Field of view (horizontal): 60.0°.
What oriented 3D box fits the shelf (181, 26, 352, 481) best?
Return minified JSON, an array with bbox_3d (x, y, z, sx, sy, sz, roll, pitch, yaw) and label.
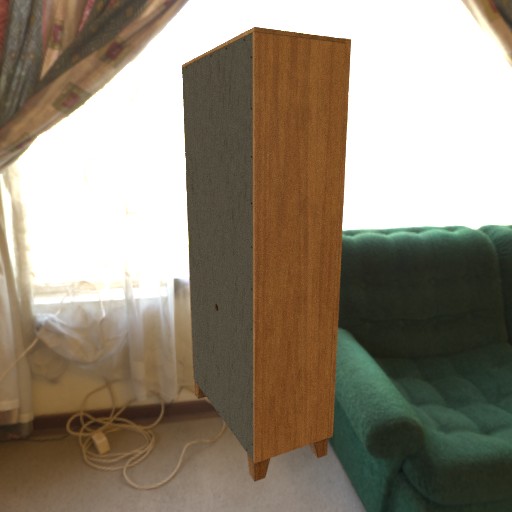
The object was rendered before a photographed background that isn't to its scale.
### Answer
[{"bbox_3d":[0.000,0.000,2.287,0.453,1.930,0.864,-7,15,-26],"label":"shelf"}]
